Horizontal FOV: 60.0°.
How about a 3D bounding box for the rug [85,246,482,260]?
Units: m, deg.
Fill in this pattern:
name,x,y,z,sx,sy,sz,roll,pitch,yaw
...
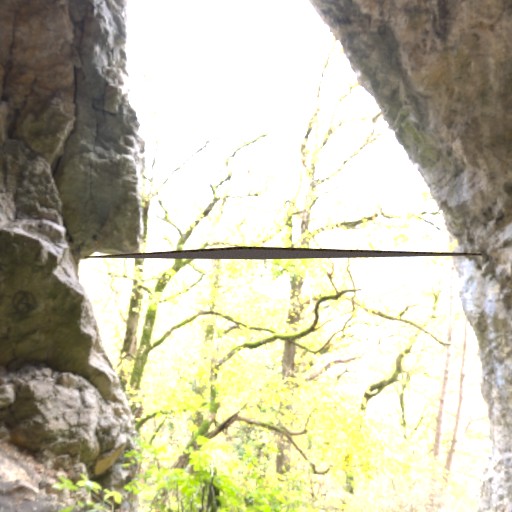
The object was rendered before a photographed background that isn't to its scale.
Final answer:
name,x,y,z,sx,sy,sz,roll,pitch,yaw
rug,0.000,0.000,4.364,2.446,0.020,3.215,1,-2,-35
